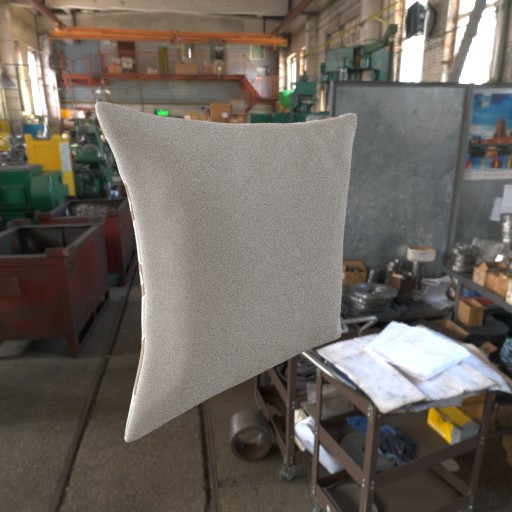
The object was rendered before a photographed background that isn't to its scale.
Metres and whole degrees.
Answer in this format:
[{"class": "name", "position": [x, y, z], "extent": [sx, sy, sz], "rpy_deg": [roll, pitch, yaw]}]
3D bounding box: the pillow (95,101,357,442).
[{"class": "pillow", "position": [0.000, 0.000, 0.803], "extent": [0.552, 0.508, 0.166], "rpy_deg": [-14, 21, -41]}]
